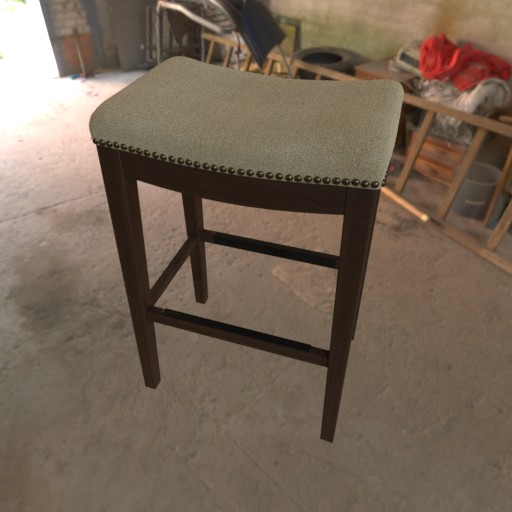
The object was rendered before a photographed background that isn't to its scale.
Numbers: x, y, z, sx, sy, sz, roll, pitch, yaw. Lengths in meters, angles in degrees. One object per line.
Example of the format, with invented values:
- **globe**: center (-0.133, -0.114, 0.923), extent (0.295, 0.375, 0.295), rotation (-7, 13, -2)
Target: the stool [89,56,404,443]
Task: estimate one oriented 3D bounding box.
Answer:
- **stool**: center (0.000, 0.000, 1.020), extent (0.509, 0.768, 0.363), rotation (12, 41, 14)
